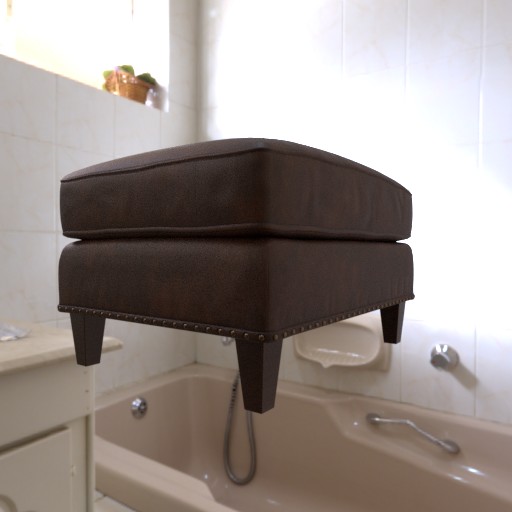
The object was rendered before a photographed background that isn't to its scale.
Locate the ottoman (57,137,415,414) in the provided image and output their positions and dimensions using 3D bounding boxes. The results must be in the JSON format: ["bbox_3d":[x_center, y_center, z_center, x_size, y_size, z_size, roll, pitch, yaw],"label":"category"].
[{"bbox_3d":[0.000,0.000,1.117,0.586,0.486,0.742,1,1,36],"label":"ottoman"}]
